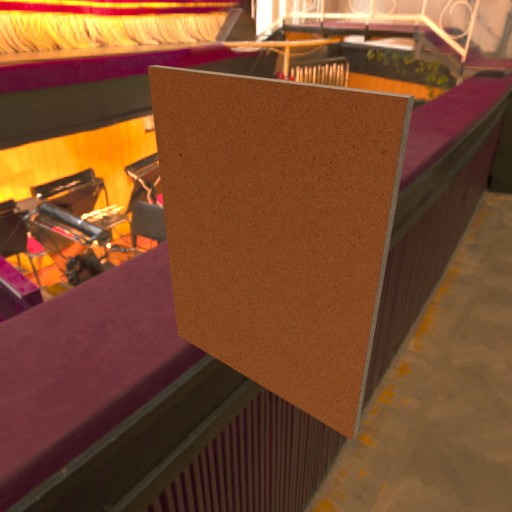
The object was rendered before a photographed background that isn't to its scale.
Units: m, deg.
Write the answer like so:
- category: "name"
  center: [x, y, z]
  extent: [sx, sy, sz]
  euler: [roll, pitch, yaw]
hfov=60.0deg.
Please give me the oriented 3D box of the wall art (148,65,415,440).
- category: "wall art"
  center: [0.000, 0.000, 0.815]
  extent: [0.481, 0.613, 0.020]
  euler: [22, 36, 33]
